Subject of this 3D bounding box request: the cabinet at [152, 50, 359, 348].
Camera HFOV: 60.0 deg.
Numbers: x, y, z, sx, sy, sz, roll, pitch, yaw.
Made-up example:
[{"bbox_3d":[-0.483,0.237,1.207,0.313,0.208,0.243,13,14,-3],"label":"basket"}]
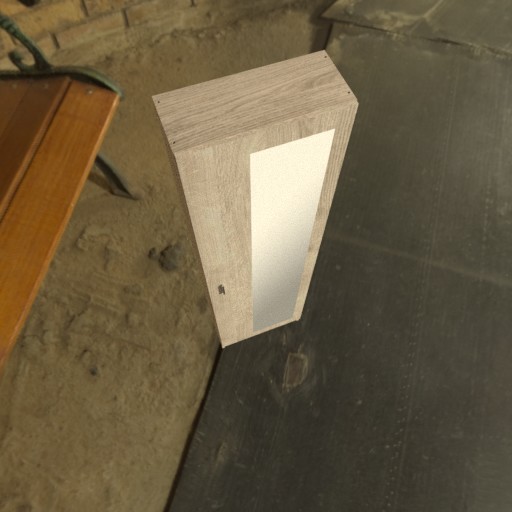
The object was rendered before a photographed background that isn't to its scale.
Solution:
[{"bbox_3d":[0.000,0.000,1.956,0.500,1.790,0.230,-19,65,-9],"label":"cabinet"}]
